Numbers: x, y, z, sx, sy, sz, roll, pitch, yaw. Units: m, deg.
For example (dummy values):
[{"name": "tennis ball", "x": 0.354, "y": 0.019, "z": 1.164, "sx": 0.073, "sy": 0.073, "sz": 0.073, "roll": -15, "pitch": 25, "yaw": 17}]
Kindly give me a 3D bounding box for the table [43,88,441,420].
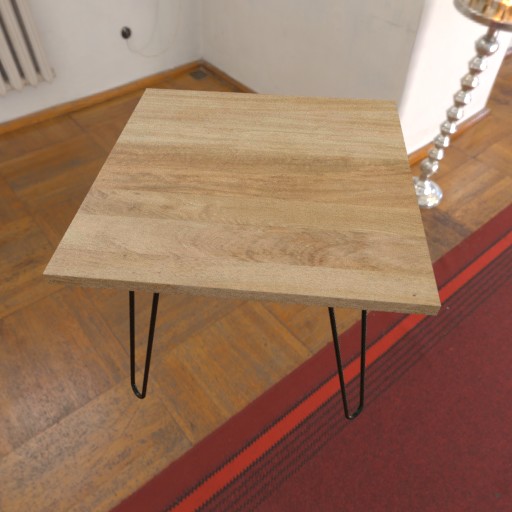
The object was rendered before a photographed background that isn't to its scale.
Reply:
[{"name": "table", "x": 0.000, "y": 0.000, "z": 1.044, "sx": 0.599, "sy": 0.500, "sz": 0.599, "roll": 4, "pitch": 48, "yaw": 4}]
